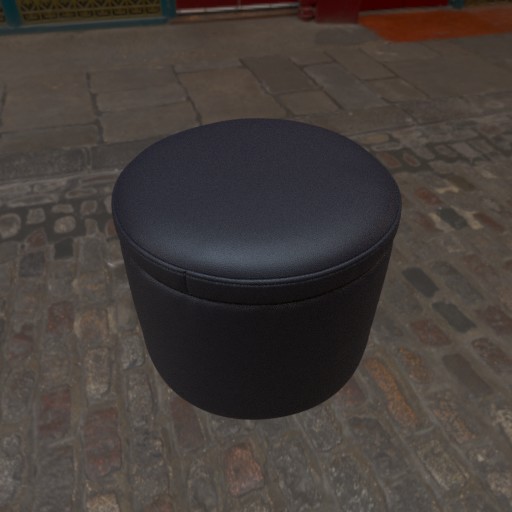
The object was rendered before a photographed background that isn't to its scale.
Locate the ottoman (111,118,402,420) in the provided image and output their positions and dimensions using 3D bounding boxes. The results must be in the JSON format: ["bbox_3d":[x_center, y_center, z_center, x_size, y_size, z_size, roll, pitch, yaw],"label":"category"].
[{"bbox_3d":[0.000,0.000,0.889,0.501,0.409,0.501,0,41,0],"label":"ottoman"}]
